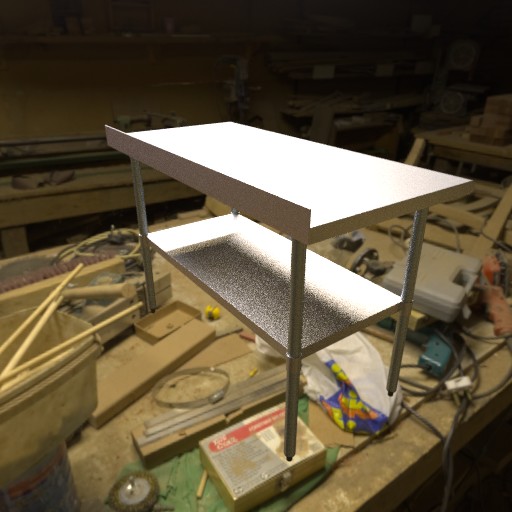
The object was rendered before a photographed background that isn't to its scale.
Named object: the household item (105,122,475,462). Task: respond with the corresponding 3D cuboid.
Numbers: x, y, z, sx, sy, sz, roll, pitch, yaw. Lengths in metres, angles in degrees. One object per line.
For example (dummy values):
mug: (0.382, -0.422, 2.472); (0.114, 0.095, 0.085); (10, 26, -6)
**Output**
household item: (0.000, 0.000, 1.664); (0.610, 0.851, 1.219); (-17, 31, -32)
